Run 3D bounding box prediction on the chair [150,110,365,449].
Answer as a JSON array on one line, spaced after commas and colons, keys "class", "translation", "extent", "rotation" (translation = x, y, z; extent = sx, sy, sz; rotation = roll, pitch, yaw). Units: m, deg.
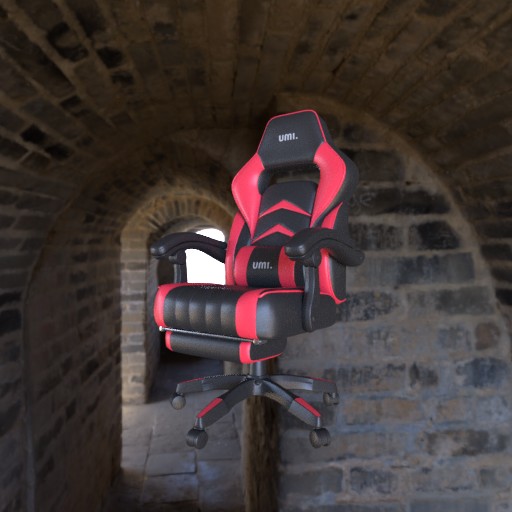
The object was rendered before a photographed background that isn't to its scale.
[{"class": "chair", "translation": [0.000, 0.000, 1.674], "extent": [0.700, 1.220, 0.700], "rotation": [0, 0, 35]}]
